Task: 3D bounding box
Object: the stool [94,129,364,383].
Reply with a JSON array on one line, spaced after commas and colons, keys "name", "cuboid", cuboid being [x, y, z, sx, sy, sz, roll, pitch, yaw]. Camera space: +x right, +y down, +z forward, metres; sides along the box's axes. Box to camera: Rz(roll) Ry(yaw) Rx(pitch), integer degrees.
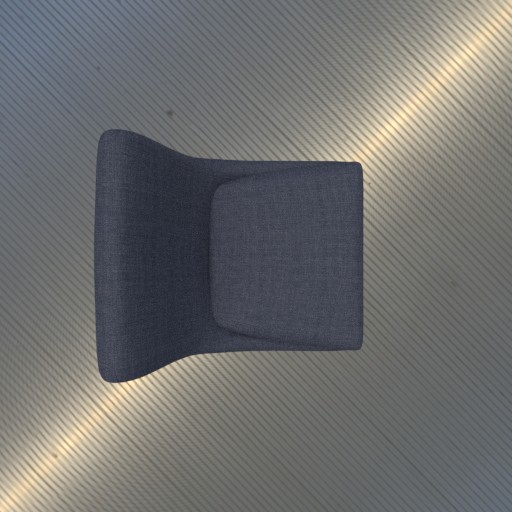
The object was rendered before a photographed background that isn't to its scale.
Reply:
[{"name": "stool", "cuboid": [0.000, 0.000, 1.157, 0.524, 0.895, 0.467, 0, 90, 1]}]
